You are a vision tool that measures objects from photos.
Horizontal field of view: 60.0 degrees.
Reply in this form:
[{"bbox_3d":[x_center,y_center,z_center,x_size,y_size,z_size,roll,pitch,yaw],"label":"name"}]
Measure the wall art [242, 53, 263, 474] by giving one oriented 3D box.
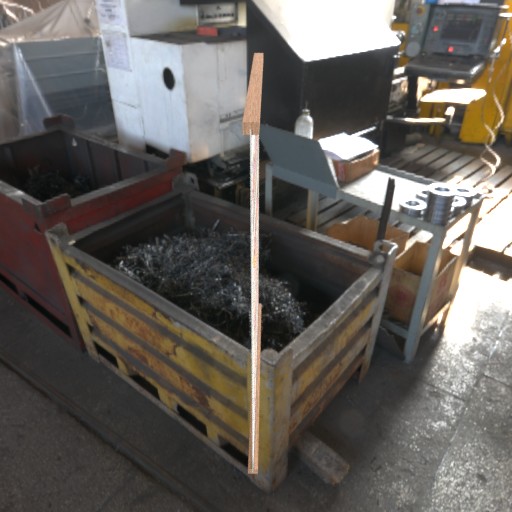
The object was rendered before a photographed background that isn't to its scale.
[{"bbox_3d":[0.000,0.000,1.334,0.028,1.016,0.765,1,33,1],"label":"wall art"}]
